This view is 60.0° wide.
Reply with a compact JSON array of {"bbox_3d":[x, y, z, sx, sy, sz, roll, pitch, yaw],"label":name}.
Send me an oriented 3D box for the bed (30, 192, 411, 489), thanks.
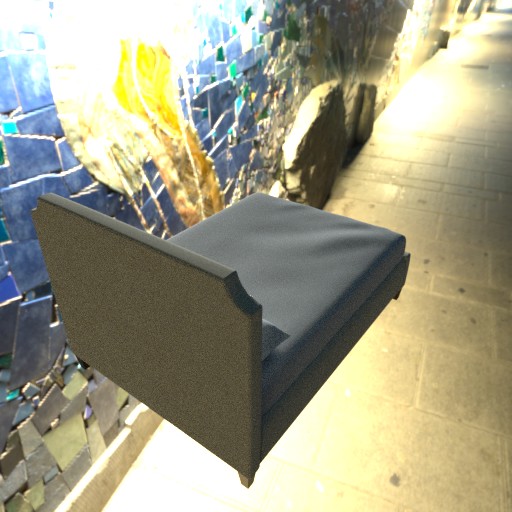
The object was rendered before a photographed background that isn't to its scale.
[{"bbox_3d":[0.000,0.000,3.415,1.713,1.457,2.381,21,37,31],"label":"bed"}]
